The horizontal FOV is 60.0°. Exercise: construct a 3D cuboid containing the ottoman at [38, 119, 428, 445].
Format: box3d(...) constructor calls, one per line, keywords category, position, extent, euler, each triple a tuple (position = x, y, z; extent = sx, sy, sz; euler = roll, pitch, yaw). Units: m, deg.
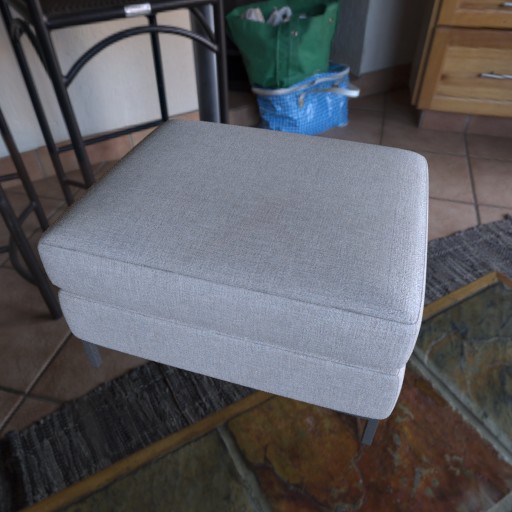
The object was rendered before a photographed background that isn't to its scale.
box3d(category="ottoman", position=(0.000, 0.000, 1.202), extent=(0.820, 0.490, 0.671), euler=(11, 42, 13))
